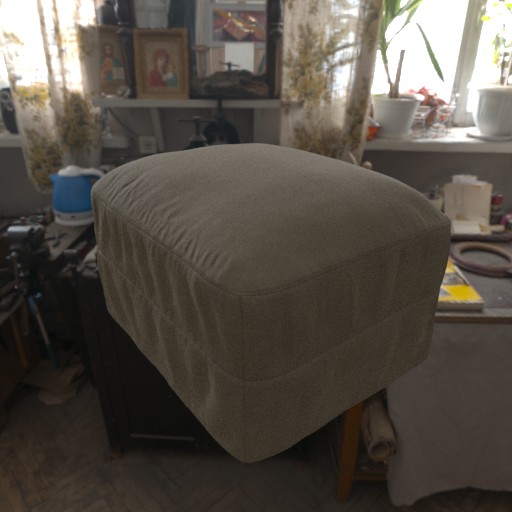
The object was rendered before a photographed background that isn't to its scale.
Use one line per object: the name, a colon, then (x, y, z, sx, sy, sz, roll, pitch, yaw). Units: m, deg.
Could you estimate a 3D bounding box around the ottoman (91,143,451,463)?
ottoman: (0.000, 0.000, 1.063, 0.584, 0.480, 0.712, -19, 32, -33)
